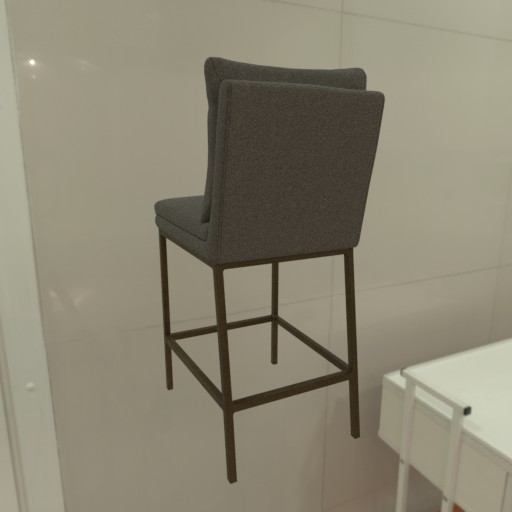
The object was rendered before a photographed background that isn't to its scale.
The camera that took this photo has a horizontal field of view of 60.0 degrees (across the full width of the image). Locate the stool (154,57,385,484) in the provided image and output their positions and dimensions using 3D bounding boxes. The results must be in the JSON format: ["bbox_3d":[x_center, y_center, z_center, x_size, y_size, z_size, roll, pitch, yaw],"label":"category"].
[{"bbox_3d":[0.000,0.000,1.328,0.463,1.030,0.569,-7,15,-26],"label":"stool"}]
